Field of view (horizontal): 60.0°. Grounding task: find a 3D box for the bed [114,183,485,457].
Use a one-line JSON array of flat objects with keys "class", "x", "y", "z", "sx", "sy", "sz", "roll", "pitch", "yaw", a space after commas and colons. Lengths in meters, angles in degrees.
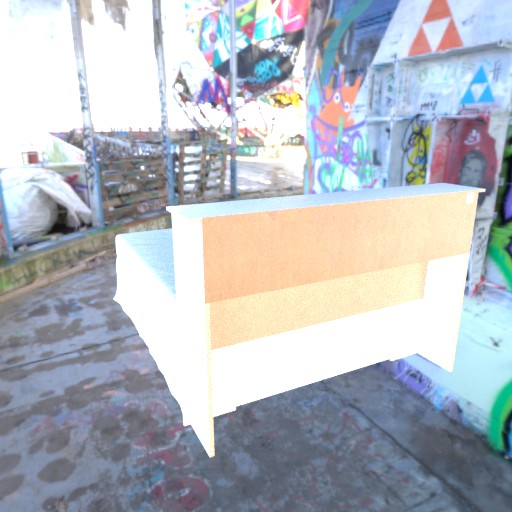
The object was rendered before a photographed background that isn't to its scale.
[{"class": "bed", "x": 0.000, "y": 0.000, "z": 3.073, "sx": 1.671, "sy": 1.092, "sz": 2.133, "roll": -9, "pitch": 19, "yaw": -26}]
